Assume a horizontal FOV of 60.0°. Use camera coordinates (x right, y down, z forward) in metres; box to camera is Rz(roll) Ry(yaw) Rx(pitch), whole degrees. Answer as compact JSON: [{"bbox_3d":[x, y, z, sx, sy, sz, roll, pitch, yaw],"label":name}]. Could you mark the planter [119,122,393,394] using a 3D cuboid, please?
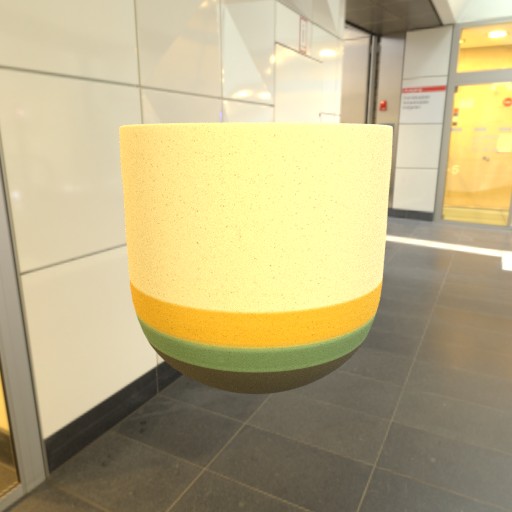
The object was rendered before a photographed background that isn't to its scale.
[{"bbox_3d":[0.000,0.000,0.483,0.268,0.270,0.268,0,15,0],"label":"planter"}]
